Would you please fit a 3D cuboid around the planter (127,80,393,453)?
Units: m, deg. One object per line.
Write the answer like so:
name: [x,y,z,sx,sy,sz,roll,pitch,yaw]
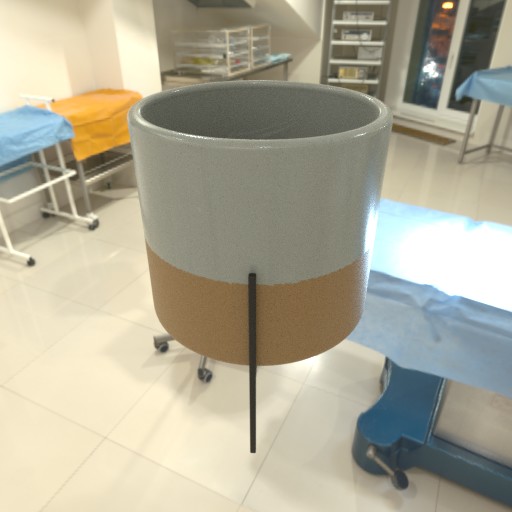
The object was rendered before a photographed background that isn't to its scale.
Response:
planter: [0.000,0.000,0.717,0.360,0.480,0.348,19,36,27]
